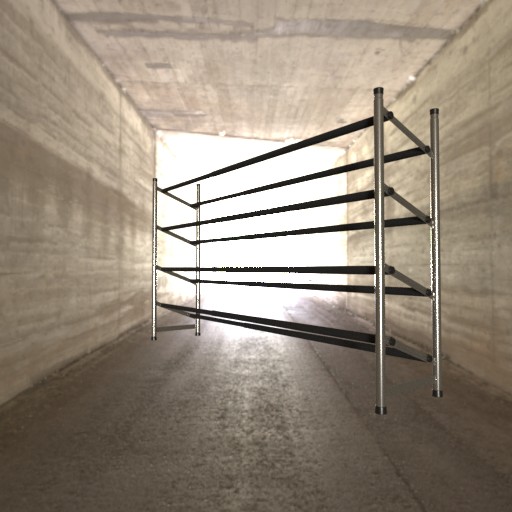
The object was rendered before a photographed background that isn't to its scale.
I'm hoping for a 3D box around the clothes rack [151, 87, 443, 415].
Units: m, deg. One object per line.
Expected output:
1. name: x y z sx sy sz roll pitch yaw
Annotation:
1. clothes rack: 0.000 0.000 1.438 0.229 0.672 1.168 1 -2 -36
